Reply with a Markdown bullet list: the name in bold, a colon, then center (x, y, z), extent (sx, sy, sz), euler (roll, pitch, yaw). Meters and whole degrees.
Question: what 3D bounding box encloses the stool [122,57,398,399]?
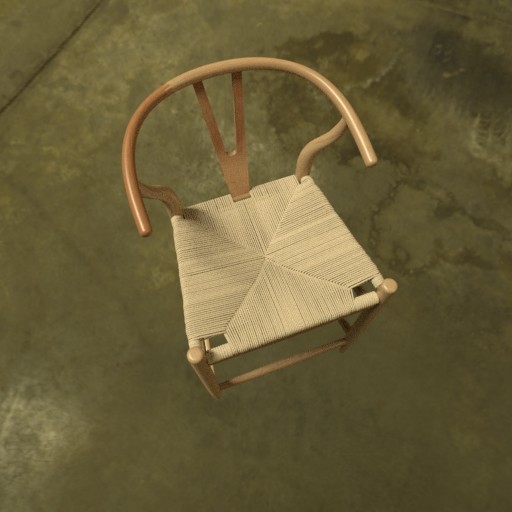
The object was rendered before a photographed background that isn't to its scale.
- **stool**: center (0.000, 0.000, 1.302), extent (0.536, 0.923, 0.575), euler (-18, 66, -8)
